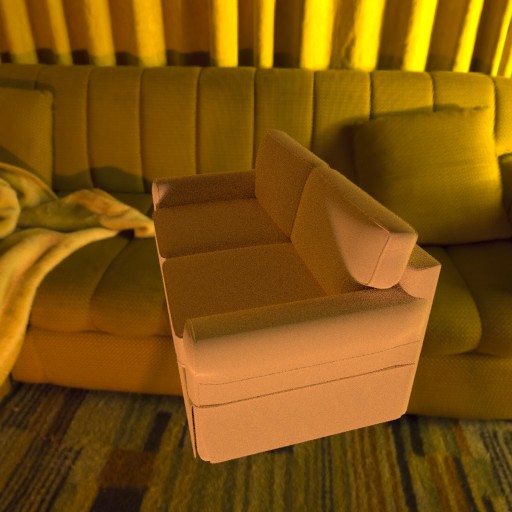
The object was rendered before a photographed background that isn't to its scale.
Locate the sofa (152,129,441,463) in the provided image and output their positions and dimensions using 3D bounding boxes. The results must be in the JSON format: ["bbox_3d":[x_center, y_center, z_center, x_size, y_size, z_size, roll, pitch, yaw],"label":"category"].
[{"bbox_3d":[0.000,0.000,2.356,0.991,0.940,1.727,-8,30,-14],"label":"sofa"}]
